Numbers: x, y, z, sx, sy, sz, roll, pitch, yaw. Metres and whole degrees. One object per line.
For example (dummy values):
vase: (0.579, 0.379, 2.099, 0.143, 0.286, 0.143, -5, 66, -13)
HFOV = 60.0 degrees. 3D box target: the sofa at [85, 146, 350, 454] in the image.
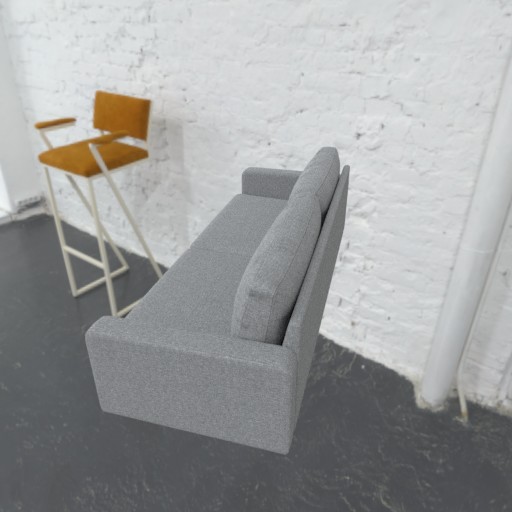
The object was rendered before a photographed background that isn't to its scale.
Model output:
sofa: (0.000, 0.000, 2.647, 0.880, 0.880, 2.200, 8, 29, 14)
